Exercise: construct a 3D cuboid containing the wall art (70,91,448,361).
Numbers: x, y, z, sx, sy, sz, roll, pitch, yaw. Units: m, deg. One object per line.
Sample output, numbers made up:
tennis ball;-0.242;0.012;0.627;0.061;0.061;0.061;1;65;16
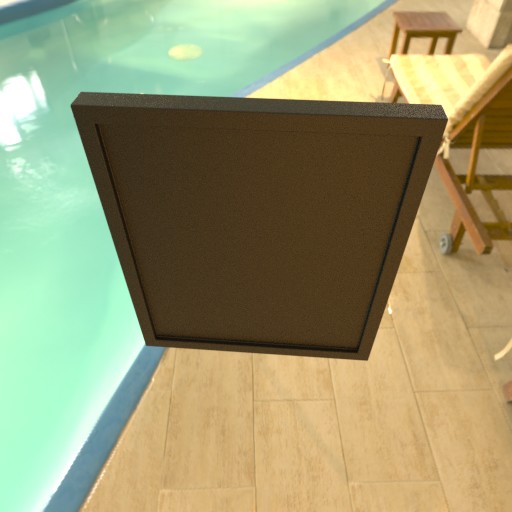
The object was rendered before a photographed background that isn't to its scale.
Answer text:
wall art;0.000;0.000;0.527;0.328;0.381;0.028;3;45;3
